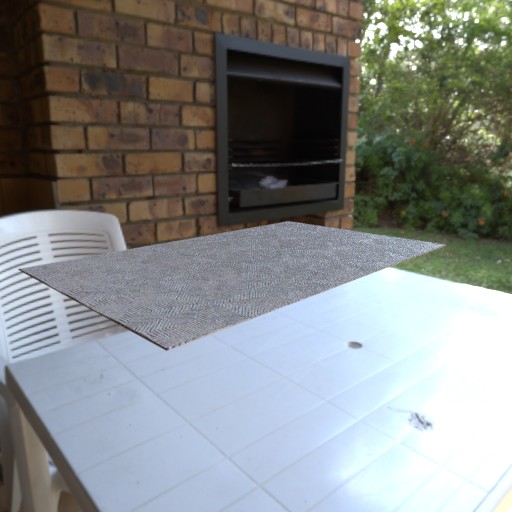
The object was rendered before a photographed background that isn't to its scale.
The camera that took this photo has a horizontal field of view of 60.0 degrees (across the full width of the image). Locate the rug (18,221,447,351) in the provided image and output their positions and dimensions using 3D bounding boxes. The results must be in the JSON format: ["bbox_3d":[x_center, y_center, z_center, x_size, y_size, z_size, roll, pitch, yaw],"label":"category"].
[{"bbox_3d":[0.000,0.000,2.913,1.519,0.007,2.428,13,19,43],"label":"rug"}]
